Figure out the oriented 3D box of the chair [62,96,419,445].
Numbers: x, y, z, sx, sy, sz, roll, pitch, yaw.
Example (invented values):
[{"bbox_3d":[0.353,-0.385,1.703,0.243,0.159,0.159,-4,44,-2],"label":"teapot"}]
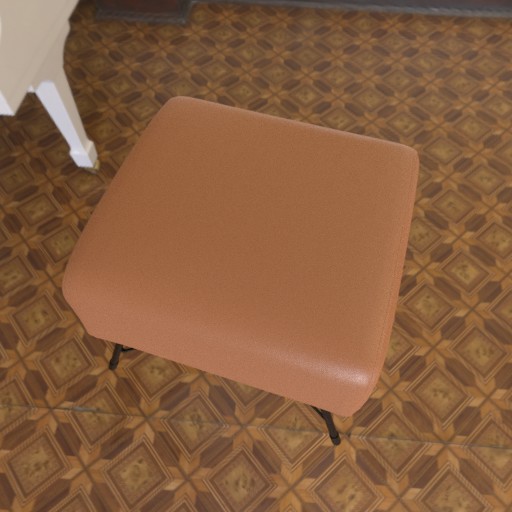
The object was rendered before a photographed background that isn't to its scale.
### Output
[{"bbox_3d":[0.000,0.000,0.903,0.530,0.410,0.530,15,60,9],"label":"chair"}]
